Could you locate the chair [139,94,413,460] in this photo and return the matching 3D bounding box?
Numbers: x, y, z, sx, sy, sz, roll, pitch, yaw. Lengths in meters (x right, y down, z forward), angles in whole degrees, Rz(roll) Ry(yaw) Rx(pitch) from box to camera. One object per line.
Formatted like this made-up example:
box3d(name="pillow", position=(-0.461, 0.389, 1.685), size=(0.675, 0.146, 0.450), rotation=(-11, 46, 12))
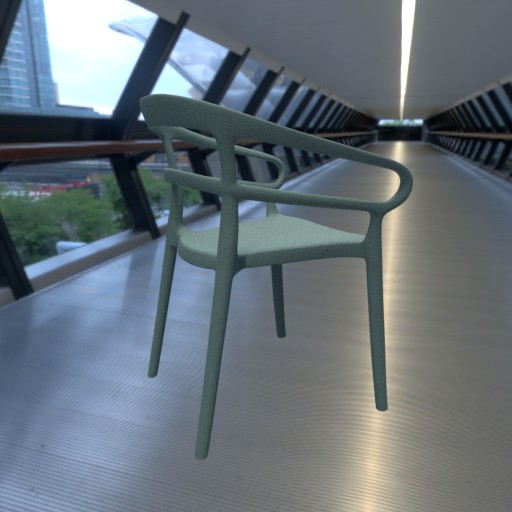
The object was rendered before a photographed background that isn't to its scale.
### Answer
box3d(name="chair", position=(0.000, 0.000, 1.147), size=(0.527, 0.761, 0.559), rotation=(-8, 16, -27))
